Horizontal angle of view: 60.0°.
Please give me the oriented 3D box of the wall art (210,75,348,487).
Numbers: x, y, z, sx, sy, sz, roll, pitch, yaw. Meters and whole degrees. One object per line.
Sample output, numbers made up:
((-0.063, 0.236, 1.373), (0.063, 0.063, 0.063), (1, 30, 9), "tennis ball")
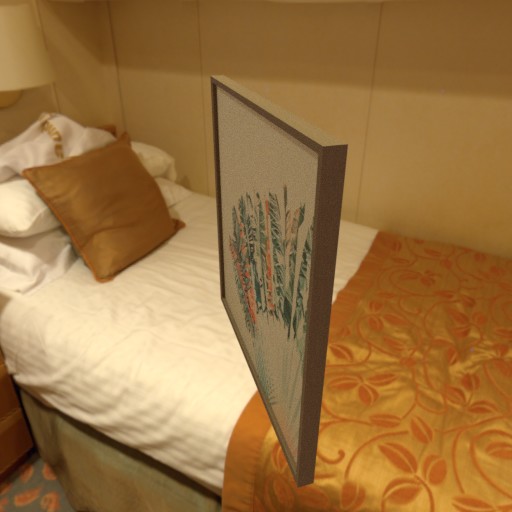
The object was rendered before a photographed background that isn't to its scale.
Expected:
((0.000, 0.000, 1.116), (0.038, 0.758, 0.761), (-8, 30, -15), "wall art")
